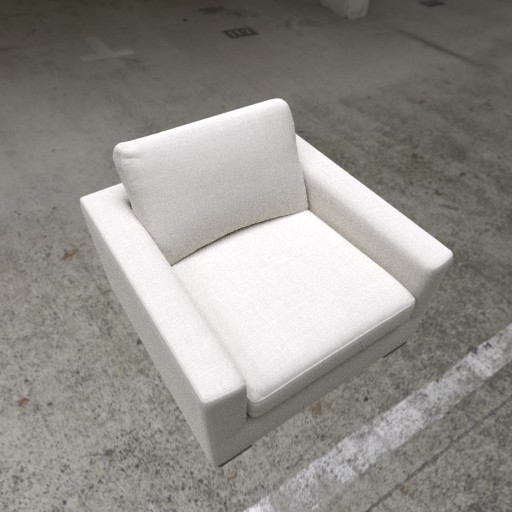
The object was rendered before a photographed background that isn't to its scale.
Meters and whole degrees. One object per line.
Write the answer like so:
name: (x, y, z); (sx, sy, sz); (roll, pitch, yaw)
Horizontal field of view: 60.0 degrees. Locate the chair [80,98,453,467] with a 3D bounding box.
chair: (0.000, 0.000, 1.862); (1.070, 0.876, 1.100); (-26, 51, -22)
